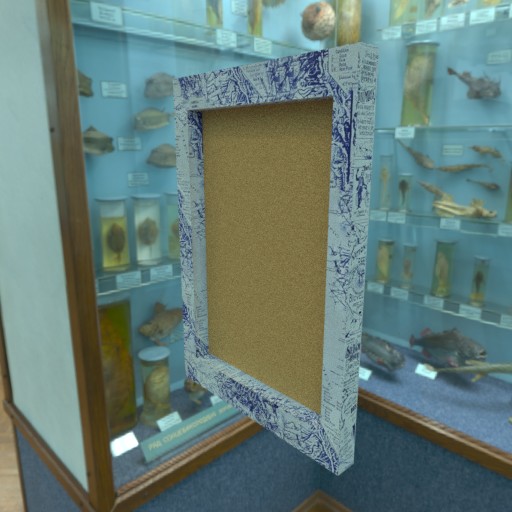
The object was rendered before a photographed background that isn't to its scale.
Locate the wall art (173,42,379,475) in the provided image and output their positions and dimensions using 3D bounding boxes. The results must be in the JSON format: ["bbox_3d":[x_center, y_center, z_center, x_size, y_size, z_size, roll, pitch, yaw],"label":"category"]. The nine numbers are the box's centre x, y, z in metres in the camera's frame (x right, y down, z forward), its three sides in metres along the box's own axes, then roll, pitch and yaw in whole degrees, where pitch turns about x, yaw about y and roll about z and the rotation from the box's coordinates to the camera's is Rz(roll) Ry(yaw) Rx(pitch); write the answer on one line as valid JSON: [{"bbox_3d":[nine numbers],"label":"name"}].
[{"bbox_3d":[0.000,0.000,0.471,0.025,0.376,0.255,-13,19,-41],"label":"wall art"}]
